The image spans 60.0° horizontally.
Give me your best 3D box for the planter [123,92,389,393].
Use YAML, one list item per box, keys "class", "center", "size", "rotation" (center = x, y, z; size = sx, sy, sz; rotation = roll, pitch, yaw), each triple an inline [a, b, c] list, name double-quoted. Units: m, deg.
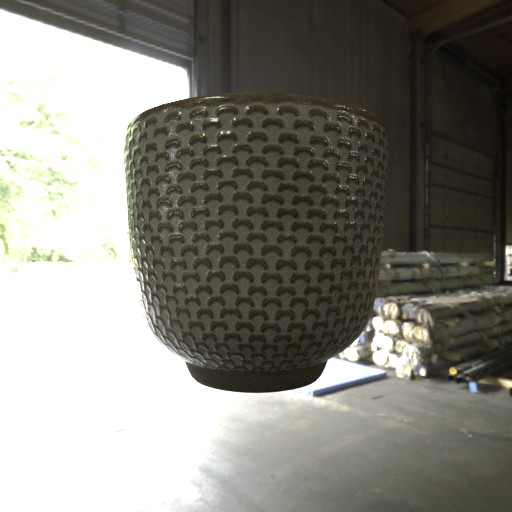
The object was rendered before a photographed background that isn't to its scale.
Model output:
- class: "planter"
  center: [0.000, 0.000, 0.242]
  size: [0.139, 0.130, 0.139]
  rotation: [0, 0, 0]
